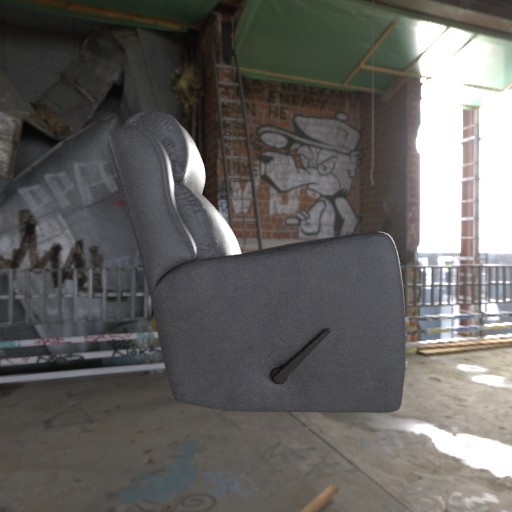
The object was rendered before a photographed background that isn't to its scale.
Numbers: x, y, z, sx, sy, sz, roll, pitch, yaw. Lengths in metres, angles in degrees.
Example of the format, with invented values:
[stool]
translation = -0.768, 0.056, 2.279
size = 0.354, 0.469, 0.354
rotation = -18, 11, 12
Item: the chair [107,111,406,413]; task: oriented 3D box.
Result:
[chair]
translation = 0.000, 0.000, 1.969
size = 1.068, 1.116, 0.967
rotation = 0, 0, 0
